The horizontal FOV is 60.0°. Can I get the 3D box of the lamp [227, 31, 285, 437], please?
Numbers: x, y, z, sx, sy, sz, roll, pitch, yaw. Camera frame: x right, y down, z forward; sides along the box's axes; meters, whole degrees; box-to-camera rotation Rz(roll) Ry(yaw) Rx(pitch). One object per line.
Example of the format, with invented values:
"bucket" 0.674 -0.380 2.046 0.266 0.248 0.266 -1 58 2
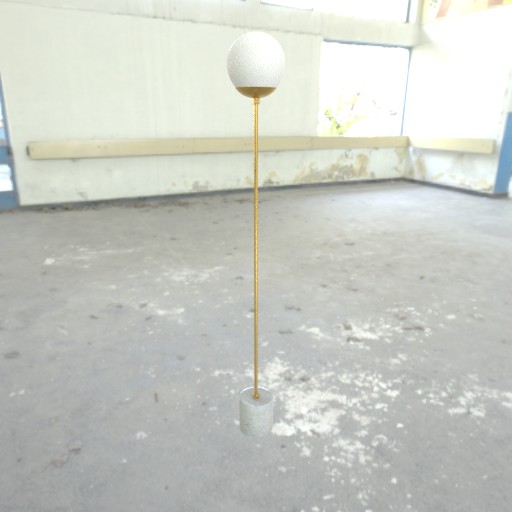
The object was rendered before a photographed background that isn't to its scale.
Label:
"lamp" 0.000 0.000 1.916 0.224 1.753 0.224 -8 19 -24
